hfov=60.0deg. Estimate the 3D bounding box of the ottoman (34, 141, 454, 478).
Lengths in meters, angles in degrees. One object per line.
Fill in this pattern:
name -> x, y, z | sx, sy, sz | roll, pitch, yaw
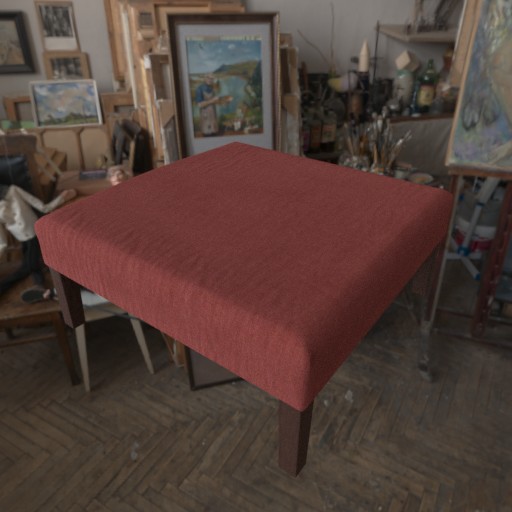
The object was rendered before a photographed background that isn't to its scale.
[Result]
ottoman -> 0.000, 0.000, 1.384 | 0.889, 0.411, 0.890 | 21, 37, 31
